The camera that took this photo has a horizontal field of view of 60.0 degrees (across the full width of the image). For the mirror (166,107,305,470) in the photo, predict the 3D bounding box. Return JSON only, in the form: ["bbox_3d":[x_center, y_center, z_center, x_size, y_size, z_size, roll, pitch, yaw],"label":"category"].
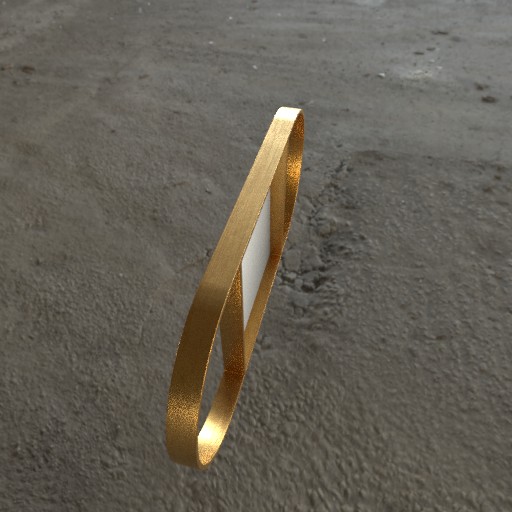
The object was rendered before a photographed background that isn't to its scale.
[{"bbox_3d":[0.000,0.000,0.642,0.032,0.254,0.584,11,48,10],"label":"mirror"}]
